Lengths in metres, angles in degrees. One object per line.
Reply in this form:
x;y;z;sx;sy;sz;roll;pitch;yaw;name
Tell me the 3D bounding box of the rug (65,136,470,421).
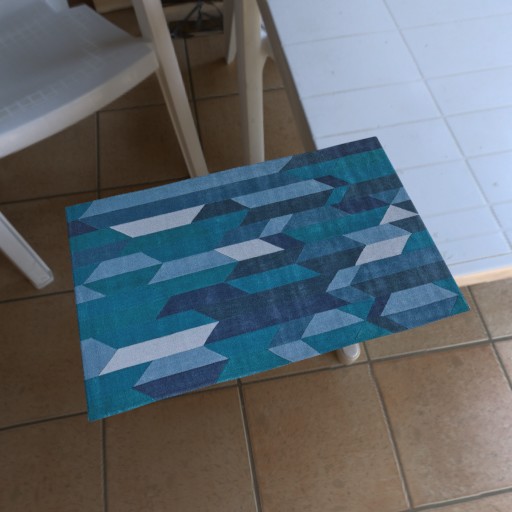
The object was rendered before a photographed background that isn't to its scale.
0.000;0.000;3.012;2.420;0.005;1.528;-14;63;-7;rug
